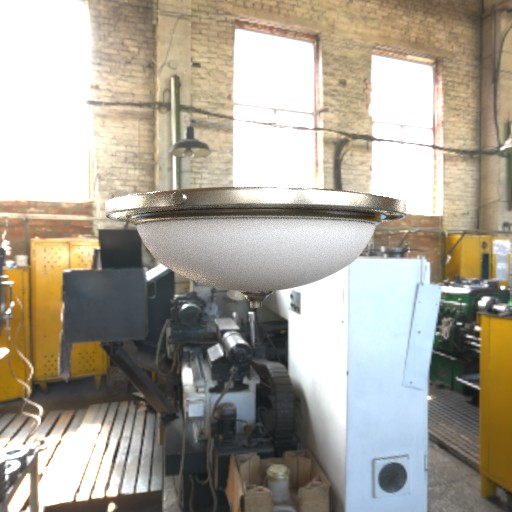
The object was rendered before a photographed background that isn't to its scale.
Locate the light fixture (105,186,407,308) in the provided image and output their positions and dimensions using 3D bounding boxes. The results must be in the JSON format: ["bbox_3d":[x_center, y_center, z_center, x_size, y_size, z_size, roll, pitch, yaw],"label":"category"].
[{"bbox_3d":[0.000,0.000,0.562,0.361,0.130,0.361,0,1,0],"label":"light fixture"}]
